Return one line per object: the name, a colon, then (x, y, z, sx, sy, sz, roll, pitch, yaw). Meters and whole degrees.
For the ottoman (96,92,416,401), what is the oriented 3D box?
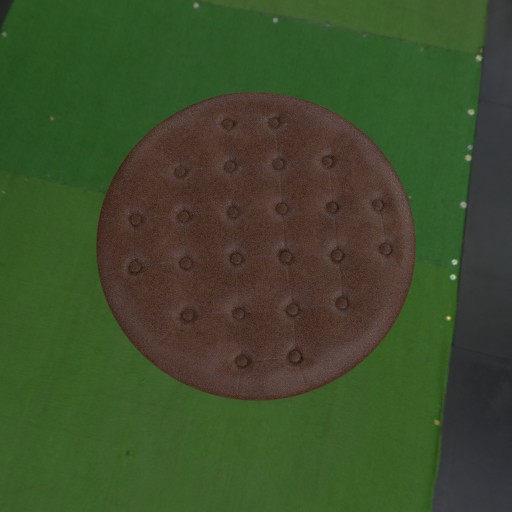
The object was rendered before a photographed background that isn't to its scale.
ottoman: (0.000, 0.000, 1.064, 0.637, 0.442, 0.637, 0, 76, 0)
